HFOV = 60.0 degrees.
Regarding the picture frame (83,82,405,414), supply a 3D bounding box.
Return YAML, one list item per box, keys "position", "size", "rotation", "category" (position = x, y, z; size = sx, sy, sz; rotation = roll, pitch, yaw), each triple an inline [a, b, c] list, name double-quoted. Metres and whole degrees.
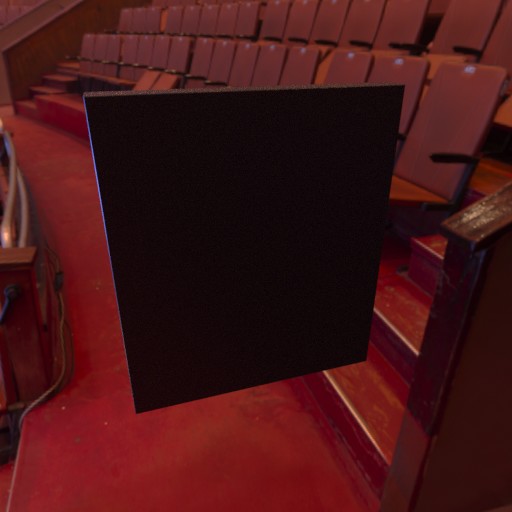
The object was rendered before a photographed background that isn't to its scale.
- position: [0.000, 0.000, 0.531]
  size: [0.328, 0.378, 0.034]
  rotation: [-8, 28, -16]
  category: "picture frame"
